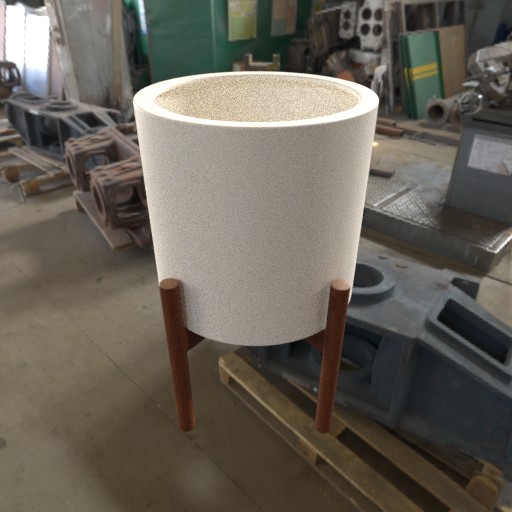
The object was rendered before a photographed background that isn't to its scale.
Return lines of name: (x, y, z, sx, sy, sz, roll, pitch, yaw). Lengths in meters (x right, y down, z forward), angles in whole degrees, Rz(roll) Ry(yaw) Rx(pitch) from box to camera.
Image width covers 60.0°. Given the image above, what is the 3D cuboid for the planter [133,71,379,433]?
planter: (0.000, 0.000, 0.949, 0.417, 0.670, 0.417, 0, 32, 0)
